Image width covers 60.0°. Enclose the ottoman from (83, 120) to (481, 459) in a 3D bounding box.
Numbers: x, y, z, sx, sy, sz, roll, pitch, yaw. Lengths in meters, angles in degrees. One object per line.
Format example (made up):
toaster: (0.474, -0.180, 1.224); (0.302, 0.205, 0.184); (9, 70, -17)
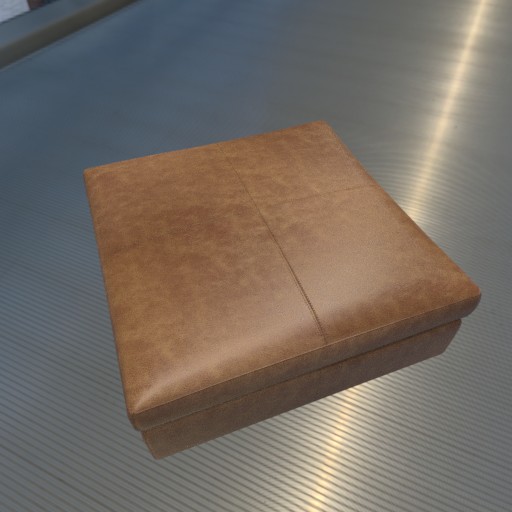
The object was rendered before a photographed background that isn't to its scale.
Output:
ottoman: (0.000, 0.000, 1.800); (1.168, 0.483, 1.169); (-15, 49, -14)
